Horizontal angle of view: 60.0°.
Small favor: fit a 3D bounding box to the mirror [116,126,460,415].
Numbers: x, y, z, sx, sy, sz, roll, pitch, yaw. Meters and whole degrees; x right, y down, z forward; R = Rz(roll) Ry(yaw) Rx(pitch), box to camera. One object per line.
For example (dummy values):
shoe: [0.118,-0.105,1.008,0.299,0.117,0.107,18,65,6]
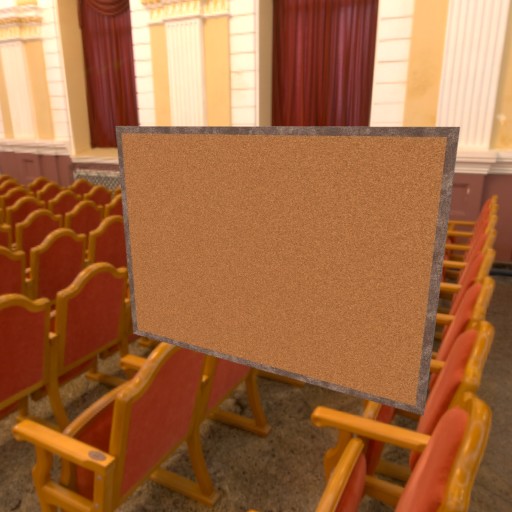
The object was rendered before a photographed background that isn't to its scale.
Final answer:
mirror: [0.000,0.000,1.418,1.101,0.795,0.022,9,19,27]
